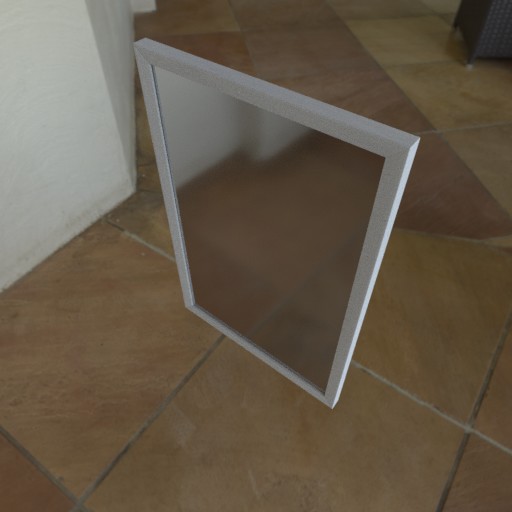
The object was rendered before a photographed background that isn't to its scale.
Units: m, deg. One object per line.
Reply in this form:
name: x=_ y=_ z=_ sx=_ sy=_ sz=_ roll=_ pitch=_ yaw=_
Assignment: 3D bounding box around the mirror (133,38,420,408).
mirror: x=0.000 y=0.000 z=1.128 sx=0.609 sy=0.915 sz=0.040 roll=30 pitch=54 yaw=25
